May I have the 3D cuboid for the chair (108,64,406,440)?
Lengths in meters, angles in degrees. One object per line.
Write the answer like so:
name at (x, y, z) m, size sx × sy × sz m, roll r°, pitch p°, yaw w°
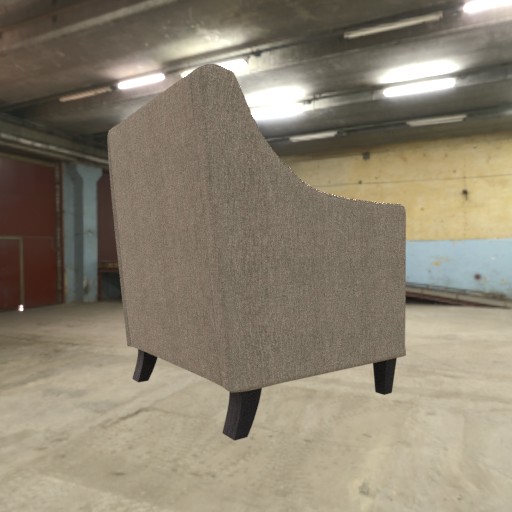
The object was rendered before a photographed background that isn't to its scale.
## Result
chair at (0.000, 0.000, 1.646) m, size 0.884 × 0.967 × 0.776 m, roll 0°, pitch 0°, yaw -36°
